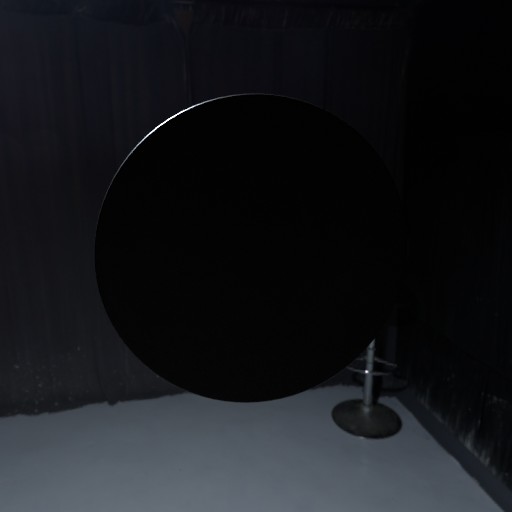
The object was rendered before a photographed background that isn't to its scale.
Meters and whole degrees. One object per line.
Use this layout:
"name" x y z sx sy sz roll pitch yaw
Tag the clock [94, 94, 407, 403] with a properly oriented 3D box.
"clock" 0.000 0.000 0.459 0.314 0.314 0.040 -2 13 -8
